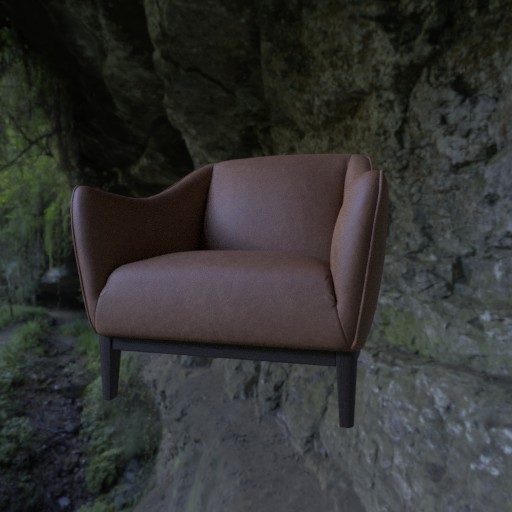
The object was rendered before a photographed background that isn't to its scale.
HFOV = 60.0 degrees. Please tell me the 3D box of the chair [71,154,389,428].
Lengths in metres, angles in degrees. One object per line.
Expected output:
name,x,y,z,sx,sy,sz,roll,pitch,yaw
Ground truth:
chair,0.000,0.000,1.513,0.871,0.830,0.852,0,1,17
